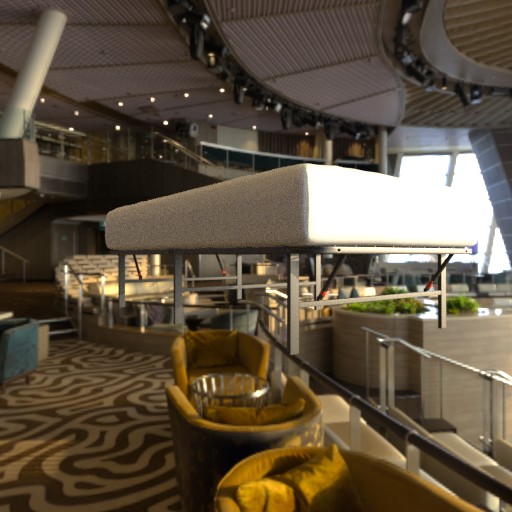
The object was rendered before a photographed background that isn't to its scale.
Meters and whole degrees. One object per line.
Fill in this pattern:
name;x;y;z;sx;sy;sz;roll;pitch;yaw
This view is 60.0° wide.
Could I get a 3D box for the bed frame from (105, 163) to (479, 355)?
bed frame;0.000;0.000;2.366;1.025;0.640;1.908;0;0;-36
